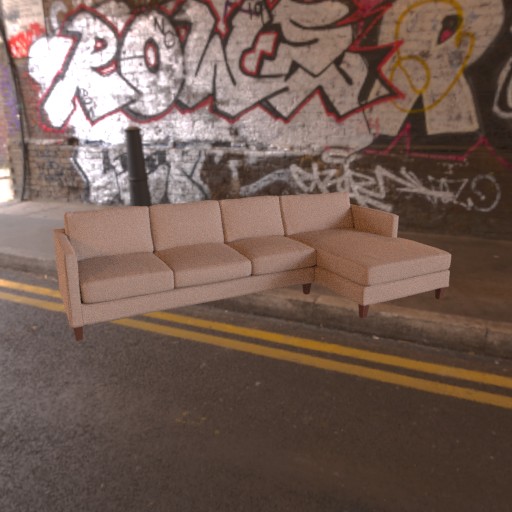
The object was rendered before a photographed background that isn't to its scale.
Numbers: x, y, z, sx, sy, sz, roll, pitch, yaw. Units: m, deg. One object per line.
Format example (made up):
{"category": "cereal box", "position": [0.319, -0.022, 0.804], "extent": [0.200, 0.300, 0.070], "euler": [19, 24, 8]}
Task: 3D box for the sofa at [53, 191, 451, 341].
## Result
{"category": "sofa", "position": [0.000, 0.000, 3.962], "extent": [3.186, 0.861, 1.625], "euler": [-8, 18, -27]}
